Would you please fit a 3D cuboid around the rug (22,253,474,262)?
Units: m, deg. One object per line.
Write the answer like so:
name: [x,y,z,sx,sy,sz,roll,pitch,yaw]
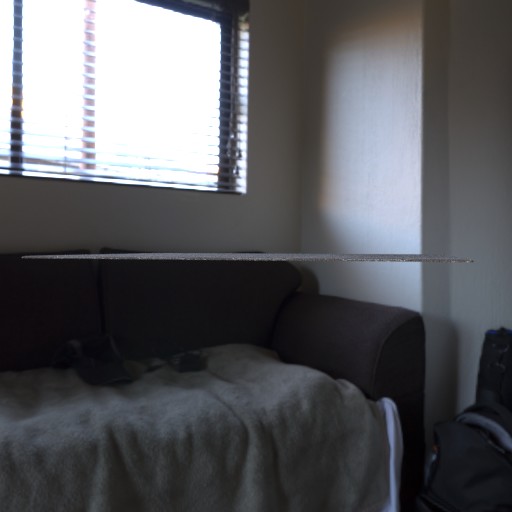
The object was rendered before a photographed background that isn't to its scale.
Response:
rug: [0.000,0.000,2.995,2.457,0.012,1.541,0,1,18]
